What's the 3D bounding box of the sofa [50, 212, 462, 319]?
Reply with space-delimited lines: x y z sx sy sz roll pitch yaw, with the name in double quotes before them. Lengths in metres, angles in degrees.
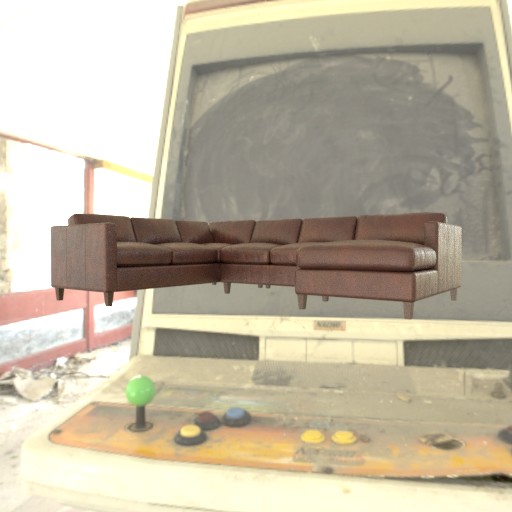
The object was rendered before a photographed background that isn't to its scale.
"sofa" 0.000 0.000 4.436 3.324 0.891 2.452 1 1 36
